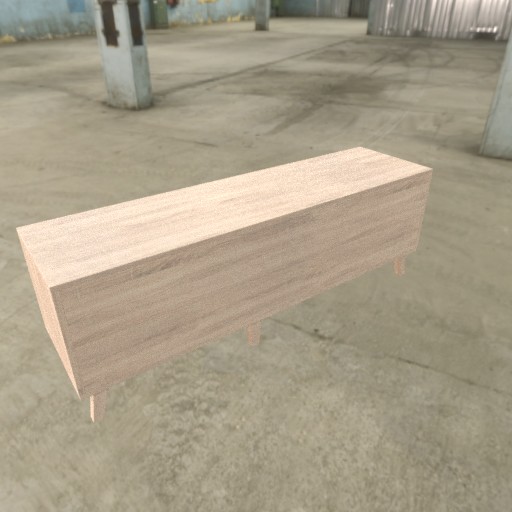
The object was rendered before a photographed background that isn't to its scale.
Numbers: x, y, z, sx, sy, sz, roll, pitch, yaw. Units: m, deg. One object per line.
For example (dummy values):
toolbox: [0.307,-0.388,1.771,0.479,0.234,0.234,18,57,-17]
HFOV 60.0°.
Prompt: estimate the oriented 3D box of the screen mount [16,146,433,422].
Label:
screen mount: [0.000,0.000,1.705,1.500,0.510,0.400,-20,35,-30]
